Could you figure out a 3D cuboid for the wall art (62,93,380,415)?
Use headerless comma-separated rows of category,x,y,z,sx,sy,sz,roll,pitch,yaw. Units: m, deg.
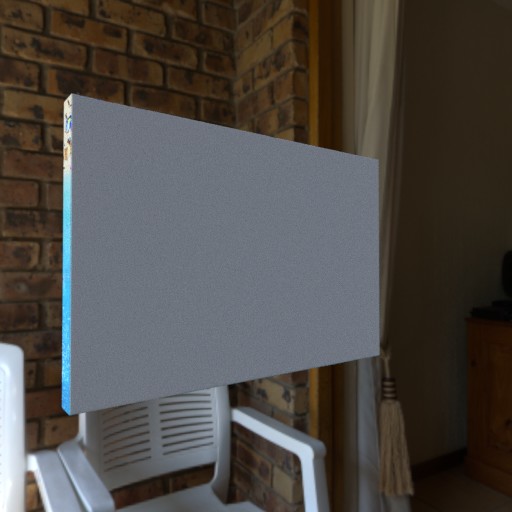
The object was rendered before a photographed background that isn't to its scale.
wall art,0.000,0.000,1.106,0.894,0.595,0.057,1,-1,-37
